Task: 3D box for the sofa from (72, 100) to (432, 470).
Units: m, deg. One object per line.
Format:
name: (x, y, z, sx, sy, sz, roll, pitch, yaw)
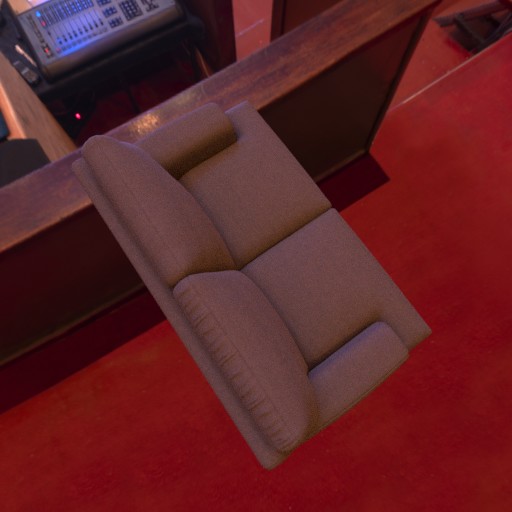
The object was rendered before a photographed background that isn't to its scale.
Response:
sofa: (0.000, 0.000, 2.489, 1.140, 0.950, 1.869, -34, 77, -9)
